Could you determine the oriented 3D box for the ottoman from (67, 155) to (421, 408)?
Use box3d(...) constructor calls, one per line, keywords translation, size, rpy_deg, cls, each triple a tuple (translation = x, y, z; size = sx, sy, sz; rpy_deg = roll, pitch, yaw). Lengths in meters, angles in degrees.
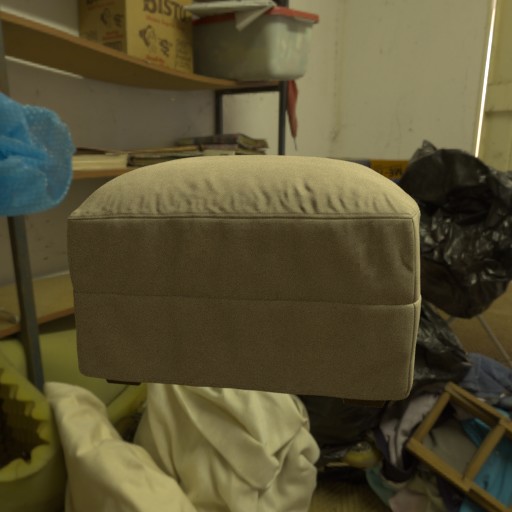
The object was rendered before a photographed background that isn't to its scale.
box3d(translation=(0.000, 0.000, 1.083), size=(0.712, 0.480, 0.584), rpy_deg=(2, 15, 9), cls="ottoman")
